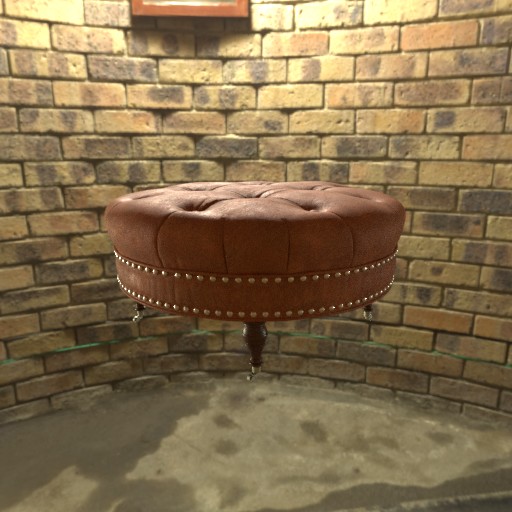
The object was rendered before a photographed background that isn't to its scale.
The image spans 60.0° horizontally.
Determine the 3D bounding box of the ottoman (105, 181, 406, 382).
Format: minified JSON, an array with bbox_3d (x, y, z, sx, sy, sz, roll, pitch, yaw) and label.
[{"bbox_3d":[0.000,0.000,1.411,0.901,0.444,0.901,0,14,0],"label":"ottoman"}]
